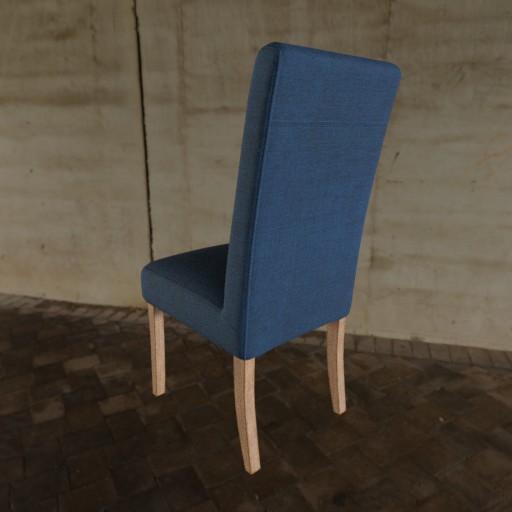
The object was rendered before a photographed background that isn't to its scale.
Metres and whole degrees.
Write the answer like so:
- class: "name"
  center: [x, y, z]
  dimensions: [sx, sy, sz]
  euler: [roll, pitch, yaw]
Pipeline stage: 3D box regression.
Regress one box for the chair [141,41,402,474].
- class: "chair"
  center: [0.000, 0.000, 1.297]
  dimensions: [0.450, 1.029, 0.610]
  euler: [-14, 21, -40]
